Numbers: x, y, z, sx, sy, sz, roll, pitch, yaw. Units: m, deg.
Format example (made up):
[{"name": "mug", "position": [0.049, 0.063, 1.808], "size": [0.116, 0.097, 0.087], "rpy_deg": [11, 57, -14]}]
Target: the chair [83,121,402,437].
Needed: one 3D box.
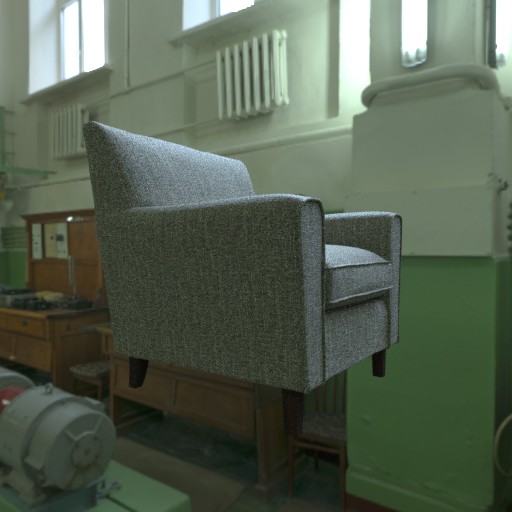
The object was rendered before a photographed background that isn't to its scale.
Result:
[{"name": "chair", "position": [0.000, 0.000, 1.634], "size": [0.873, 0.928, 0.864], "rpy_deg": [1, 1, 35]}]
